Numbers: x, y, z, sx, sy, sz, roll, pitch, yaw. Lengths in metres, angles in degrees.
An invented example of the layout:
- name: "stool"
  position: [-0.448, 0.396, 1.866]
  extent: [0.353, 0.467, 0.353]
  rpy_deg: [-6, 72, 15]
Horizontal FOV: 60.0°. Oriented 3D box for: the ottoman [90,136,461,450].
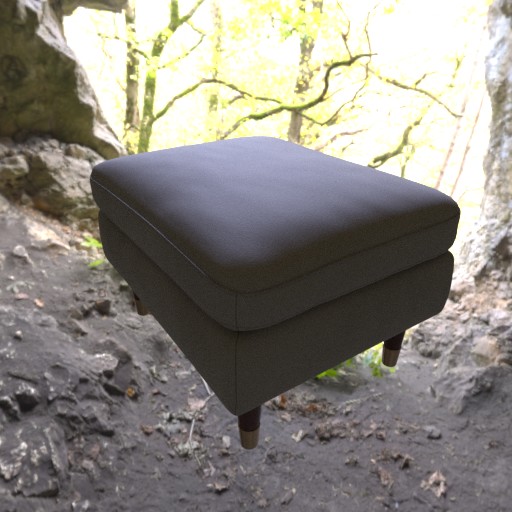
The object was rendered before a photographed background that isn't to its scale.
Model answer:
- name: "ottoman"
  position: [0.000, 0.000, 1.088]
  extent: [0.593, 0.478, 0.747]
  rpy_deg: [-18, 32, -30]
